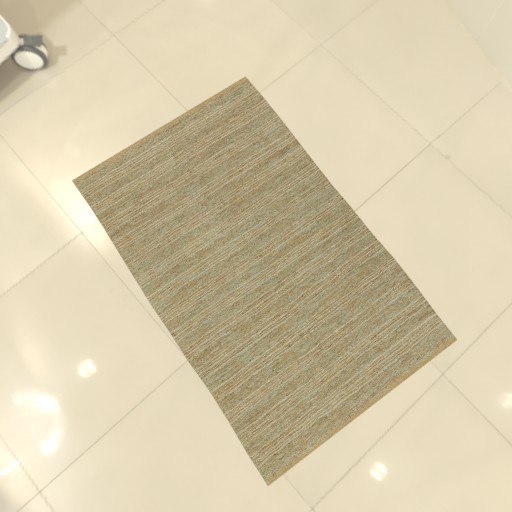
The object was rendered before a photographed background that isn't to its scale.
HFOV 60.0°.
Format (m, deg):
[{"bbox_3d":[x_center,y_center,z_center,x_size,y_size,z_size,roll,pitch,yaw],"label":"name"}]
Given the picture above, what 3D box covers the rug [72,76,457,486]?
[{"bbox_3d":[0.000,0.000,3.055,1.540,0.012,2.448,-34,78,-9],"label":"rug"}]
